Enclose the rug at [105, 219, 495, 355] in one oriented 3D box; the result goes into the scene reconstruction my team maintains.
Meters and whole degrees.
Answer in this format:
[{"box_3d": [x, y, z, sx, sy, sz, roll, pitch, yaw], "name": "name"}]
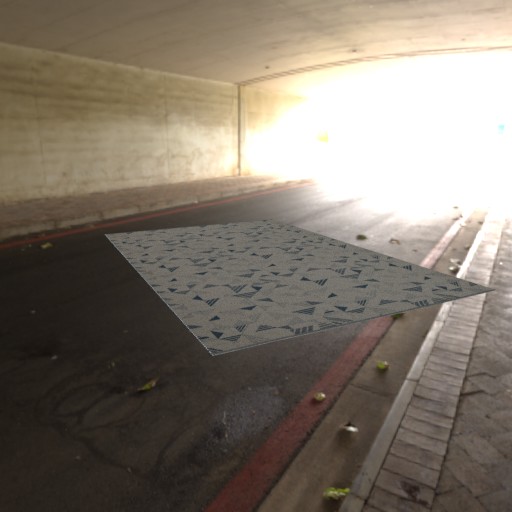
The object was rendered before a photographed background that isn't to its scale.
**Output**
[{"box_3d": [0.000, 0.000, 2.277, 1.206, 0.003, 1.835, -7, 16, -26], "name": "rug"}]
